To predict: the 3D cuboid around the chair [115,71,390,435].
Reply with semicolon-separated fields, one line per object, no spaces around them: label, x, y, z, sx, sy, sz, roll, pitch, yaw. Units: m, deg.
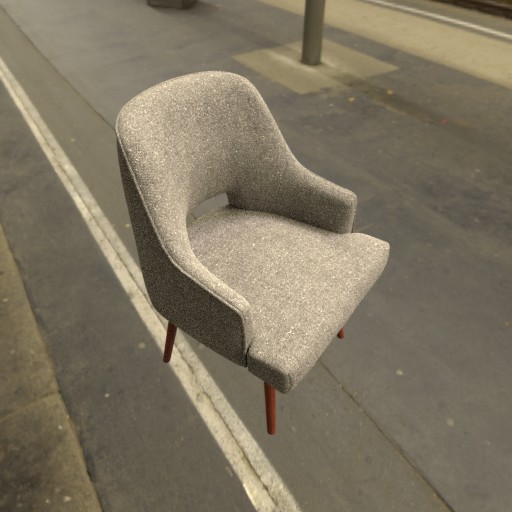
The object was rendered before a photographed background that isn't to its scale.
chair;0.000;0.000;1.298;0.629;0.875;0.608;25;47;26
